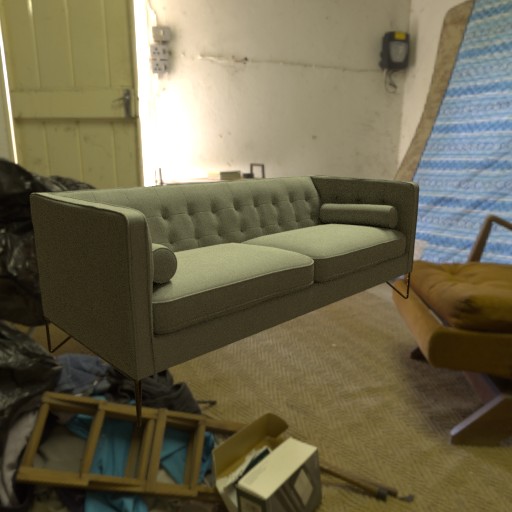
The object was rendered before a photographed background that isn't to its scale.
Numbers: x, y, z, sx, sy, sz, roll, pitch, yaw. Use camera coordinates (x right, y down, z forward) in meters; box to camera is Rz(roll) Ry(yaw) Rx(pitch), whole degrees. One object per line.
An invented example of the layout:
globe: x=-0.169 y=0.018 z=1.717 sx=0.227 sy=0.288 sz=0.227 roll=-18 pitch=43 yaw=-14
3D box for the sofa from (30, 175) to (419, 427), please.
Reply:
sofa: x=0.000 y=0.000 z=2.516 sx=2.079 sy=0.798 sz=0.912 roll=-13 pitch=19 yaw=-43
